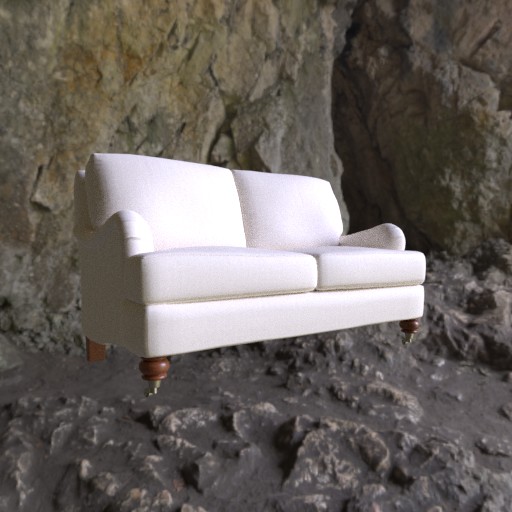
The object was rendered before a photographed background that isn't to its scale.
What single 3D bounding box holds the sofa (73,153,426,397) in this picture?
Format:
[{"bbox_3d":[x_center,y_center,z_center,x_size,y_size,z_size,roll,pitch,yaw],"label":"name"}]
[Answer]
[{"bbox_3d":[0.000,0.000,2.571,1.853,1.101,1.084,-1,1,-35],"label":"sofa"}]
